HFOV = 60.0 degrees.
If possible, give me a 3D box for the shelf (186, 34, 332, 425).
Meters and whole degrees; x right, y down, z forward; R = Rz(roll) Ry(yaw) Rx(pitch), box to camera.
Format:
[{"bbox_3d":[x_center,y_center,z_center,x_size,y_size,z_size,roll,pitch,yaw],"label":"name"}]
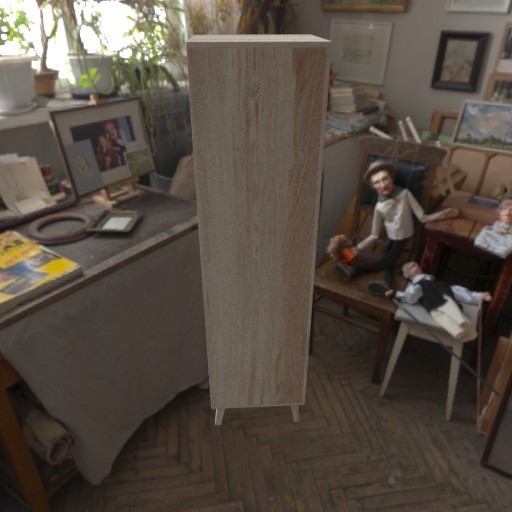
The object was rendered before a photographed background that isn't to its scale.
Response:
[{"bbox_3d":[0.000,0.000,2.216,0.510,1.960,0.450,-2,29,-3],"label":"shelf"}]
